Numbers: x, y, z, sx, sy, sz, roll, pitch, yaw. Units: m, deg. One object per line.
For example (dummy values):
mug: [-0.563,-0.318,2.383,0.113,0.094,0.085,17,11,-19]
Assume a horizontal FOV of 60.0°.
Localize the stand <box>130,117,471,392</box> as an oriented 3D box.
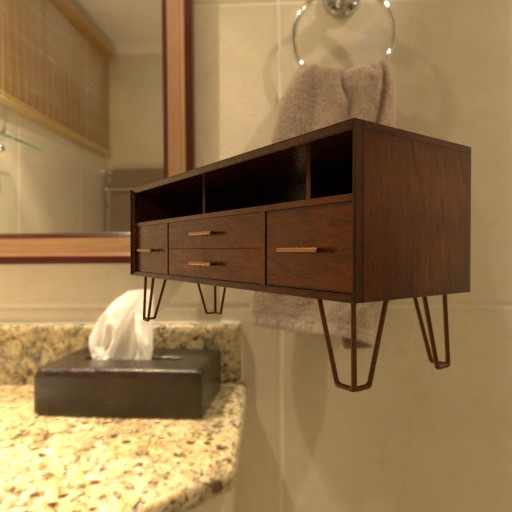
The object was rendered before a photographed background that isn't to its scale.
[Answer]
stand: [0.000,0.000,1.643,0.481,0.610,1.372,-1,1,-35]
